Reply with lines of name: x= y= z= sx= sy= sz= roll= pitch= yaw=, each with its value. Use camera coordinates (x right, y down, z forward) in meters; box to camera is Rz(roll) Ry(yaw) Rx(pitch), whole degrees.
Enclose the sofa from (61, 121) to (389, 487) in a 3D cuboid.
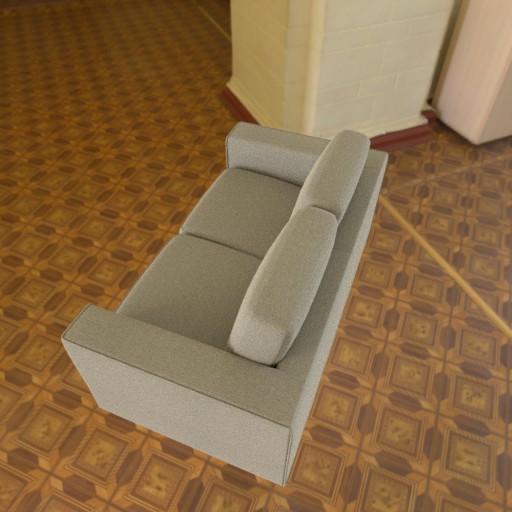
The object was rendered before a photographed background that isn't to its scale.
sofa: x=0.000 y=0.000 z=2.366 sx=1.007 sy=0.924 sz=1.812 roll=16 pitch=49 yaw=15
